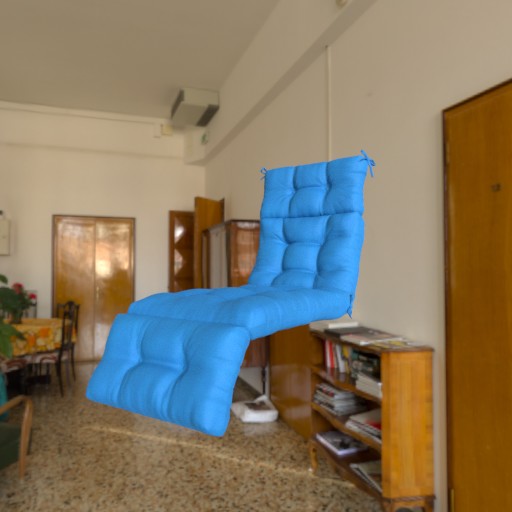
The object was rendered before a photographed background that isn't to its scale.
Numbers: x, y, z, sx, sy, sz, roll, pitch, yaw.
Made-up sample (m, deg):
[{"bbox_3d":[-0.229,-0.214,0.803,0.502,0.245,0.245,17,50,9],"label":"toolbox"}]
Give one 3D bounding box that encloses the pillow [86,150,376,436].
[{"bbox_3d":[0.000,0.000,1.536,0.526,0.863,1.016,-1,-2,35],"label":"pillow"}]
